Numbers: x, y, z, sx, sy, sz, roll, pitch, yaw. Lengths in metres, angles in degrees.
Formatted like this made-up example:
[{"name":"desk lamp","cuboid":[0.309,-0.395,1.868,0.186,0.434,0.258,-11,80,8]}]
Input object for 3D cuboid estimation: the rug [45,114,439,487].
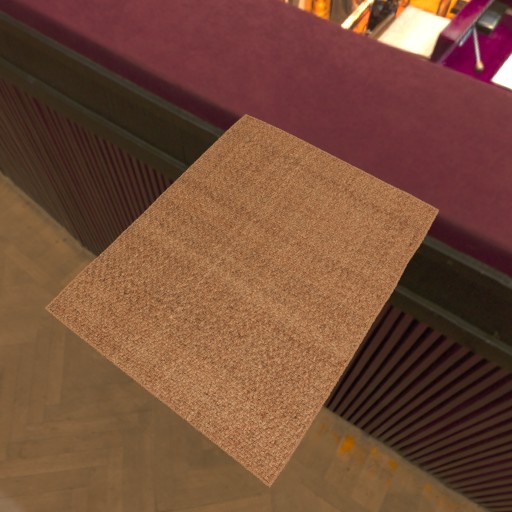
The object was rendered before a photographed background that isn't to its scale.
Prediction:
[{"name":"rug","cuboid":[0.000,0.000,4.170,2.439,0.013,3.048,31,64,17]}]
